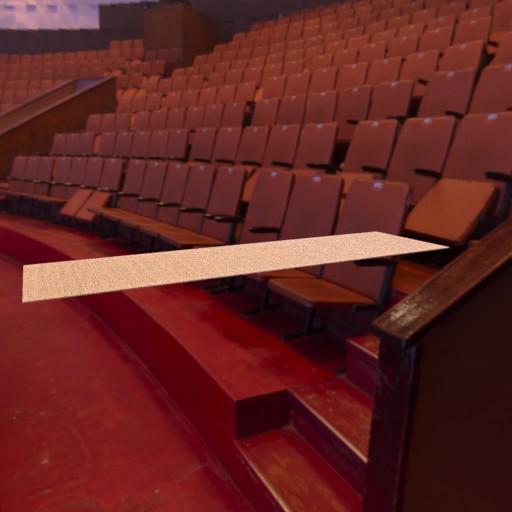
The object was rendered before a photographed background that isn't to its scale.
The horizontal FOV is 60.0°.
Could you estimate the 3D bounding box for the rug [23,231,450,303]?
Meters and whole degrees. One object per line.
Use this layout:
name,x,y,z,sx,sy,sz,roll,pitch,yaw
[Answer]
rug,0.000,0.000,2.607,2.437,0.006,0.686,-6,14,-26
